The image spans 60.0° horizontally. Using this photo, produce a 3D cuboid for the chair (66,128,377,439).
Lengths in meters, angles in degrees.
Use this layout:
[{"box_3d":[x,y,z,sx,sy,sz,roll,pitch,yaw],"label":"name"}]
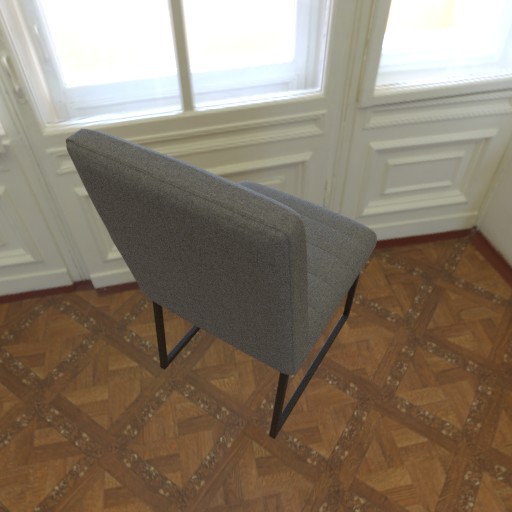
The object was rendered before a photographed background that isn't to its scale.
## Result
[{"box_3d":[0.000,0.000,1.269,0.520,0.930,0.634,25,51,22],"label":"chair"}]
